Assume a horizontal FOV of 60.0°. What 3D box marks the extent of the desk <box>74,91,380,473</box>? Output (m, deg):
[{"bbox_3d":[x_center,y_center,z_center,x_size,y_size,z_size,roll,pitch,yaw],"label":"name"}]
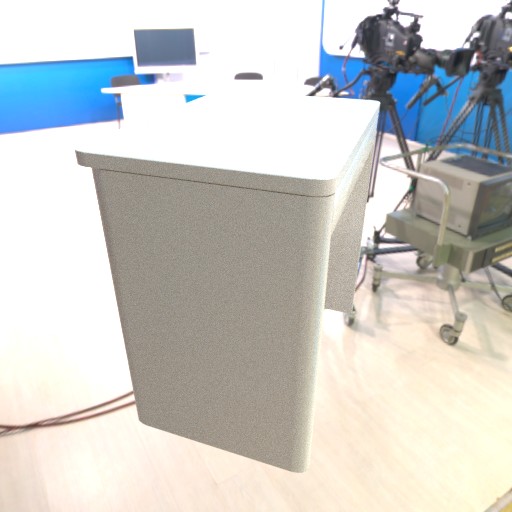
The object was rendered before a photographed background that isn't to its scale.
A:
[{"bbox_3d":[0.000,0.000,1.333,0.549,0.800,0.762,10,31,17],"label":"desk"}]
